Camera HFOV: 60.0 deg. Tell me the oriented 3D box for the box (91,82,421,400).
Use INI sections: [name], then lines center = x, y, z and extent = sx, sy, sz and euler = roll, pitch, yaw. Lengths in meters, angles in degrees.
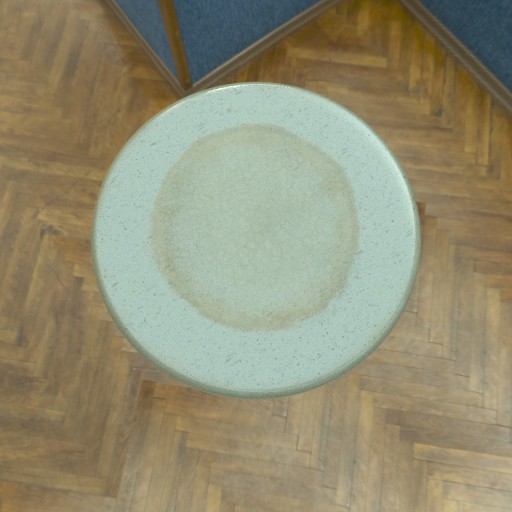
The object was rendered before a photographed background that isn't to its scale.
[box]
center = 0.000, 0.000, 0.261
extent = 0.154, 0.123, 0.154
euler = 0, 76, 0
